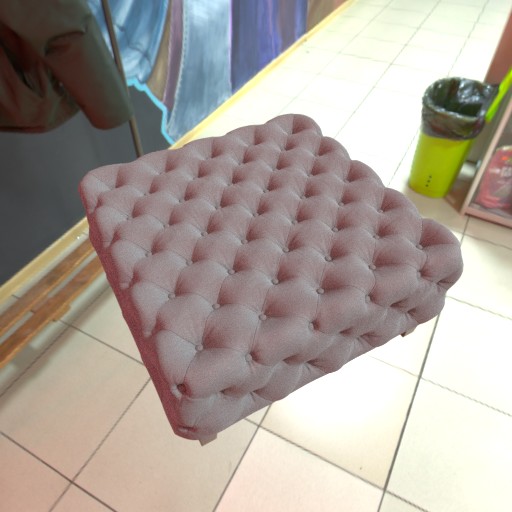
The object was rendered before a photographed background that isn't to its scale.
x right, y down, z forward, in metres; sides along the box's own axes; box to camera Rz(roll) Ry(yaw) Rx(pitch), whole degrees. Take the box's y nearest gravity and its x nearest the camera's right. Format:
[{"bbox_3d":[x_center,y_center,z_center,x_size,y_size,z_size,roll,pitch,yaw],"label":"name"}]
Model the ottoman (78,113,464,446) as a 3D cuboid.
[{"bbox_3d":[0.000,0.000,1.453,0.911,0.439,0.917,-22,50,-20],"label":"ottoman"}]
